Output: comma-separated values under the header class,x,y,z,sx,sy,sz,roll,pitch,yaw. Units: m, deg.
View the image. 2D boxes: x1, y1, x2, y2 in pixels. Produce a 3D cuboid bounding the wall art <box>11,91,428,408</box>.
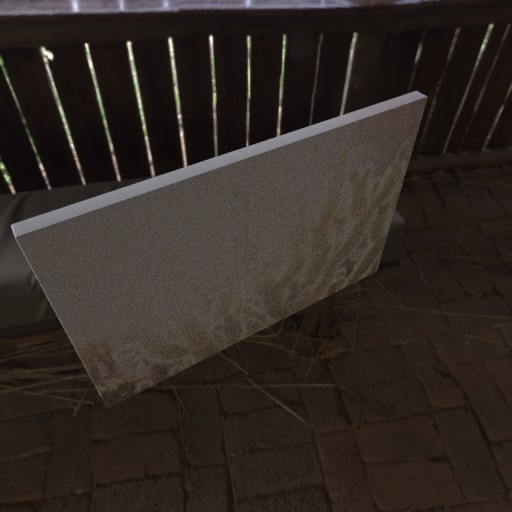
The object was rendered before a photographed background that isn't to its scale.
class,x,y,z,sx,sy,sz,roll,pitch,yaw
wall art,0.000,0.000,1.098,0.916,0.608,0.040,-24,51,-21
